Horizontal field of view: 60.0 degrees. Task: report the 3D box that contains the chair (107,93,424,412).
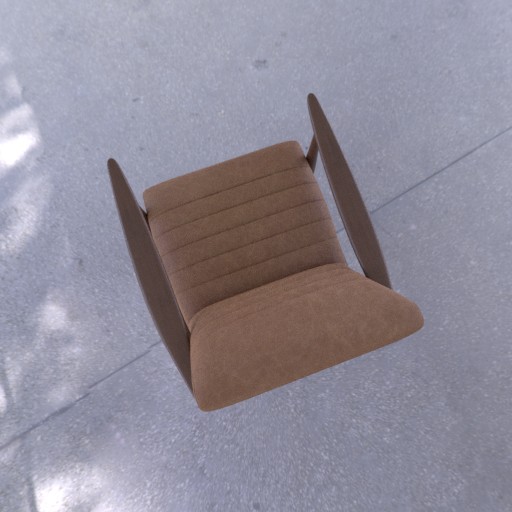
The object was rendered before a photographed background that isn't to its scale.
[{"bbox_3d":[0.000,0.000,1.473,0.741,0.832,0.798,-20,76,-5],"label":"chair"}]
